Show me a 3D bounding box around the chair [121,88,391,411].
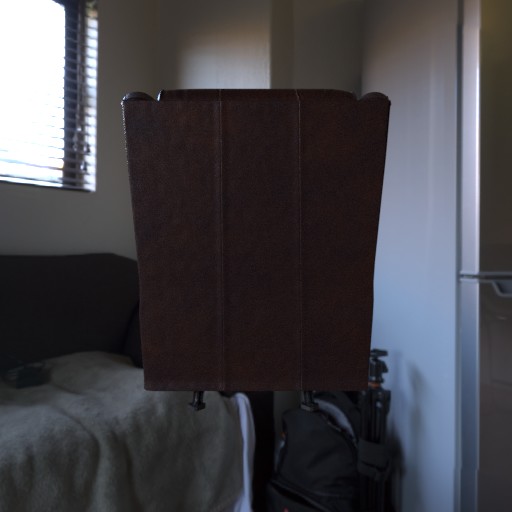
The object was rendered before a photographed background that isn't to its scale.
[{"bbox_3d":[0.000,0.000,1.828,0.869,1.084,1.008,0,1,0],"label":"chair"}]
